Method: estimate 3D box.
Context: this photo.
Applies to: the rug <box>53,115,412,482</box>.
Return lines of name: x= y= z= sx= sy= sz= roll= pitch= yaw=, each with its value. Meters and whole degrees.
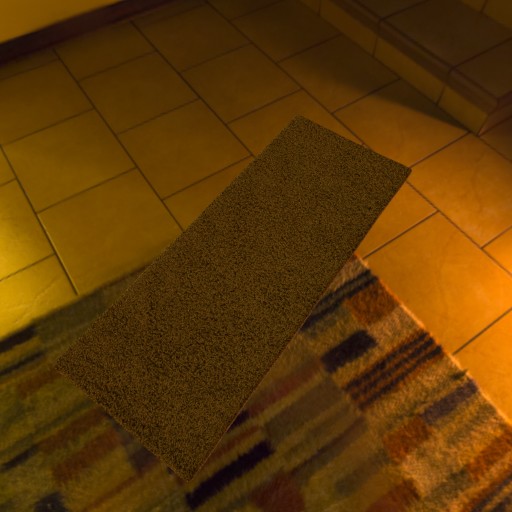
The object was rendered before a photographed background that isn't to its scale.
rug: x=0.000 y=0.000 z=1.733 sx=0.609 sy=0.030 sz=1.524 roll=32 pitch=64 yaw=18
